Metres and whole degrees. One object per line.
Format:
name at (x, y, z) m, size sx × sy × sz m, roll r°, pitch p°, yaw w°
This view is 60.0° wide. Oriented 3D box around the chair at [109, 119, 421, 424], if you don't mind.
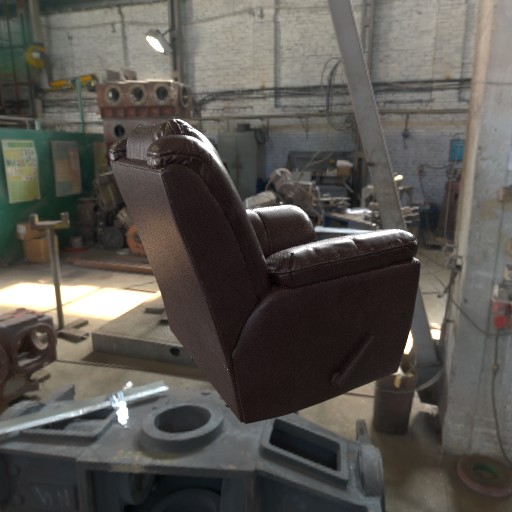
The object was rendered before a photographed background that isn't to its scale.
chair at (0.000, 0.000, 1.917) m, size 1.041 × 1.093 × 0.990 m, roll -7°, pitch 15°, yaw -25°
